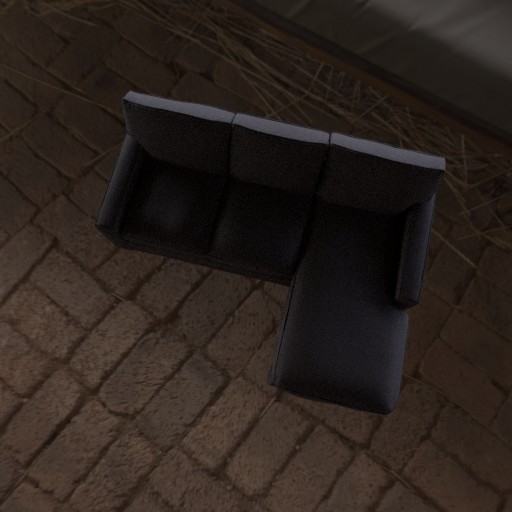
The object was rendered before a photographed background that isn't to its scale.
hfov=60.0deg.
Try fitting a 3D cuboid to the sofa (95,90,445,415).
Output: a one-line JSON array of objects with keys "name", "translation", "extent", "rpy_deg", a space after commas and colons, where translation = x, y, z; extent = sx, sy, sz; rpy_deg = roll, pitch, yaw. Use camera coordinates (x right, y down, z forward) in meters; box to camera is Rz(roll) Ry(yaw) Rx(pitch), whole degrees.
[{"name": "sofa", "translation": [0.000, 0.000, 3.256], "extent": [2.370, 0.973, 1.790], "rpy_deg": [13, 76, 3]}]
